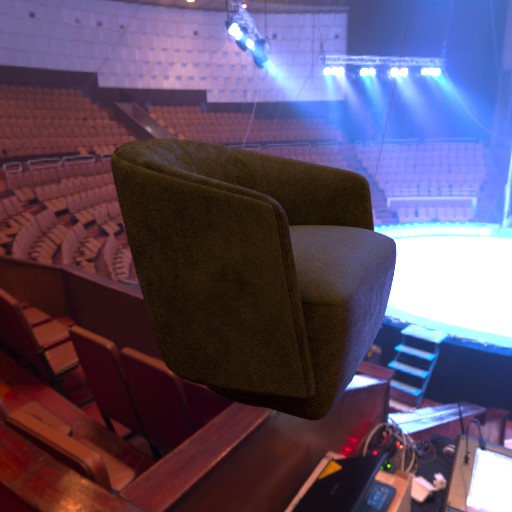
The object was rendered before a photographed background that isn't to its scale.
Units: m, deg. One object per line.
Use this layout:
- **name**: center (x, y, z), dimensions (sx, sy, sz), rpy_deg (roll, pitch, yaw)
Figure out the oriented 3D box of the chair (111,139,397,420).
- **chair**: center (0.000, 0.000, 1.362), dimensions (0.767, 0.698, 0.773), rpy_deg (7, 16, 26)
